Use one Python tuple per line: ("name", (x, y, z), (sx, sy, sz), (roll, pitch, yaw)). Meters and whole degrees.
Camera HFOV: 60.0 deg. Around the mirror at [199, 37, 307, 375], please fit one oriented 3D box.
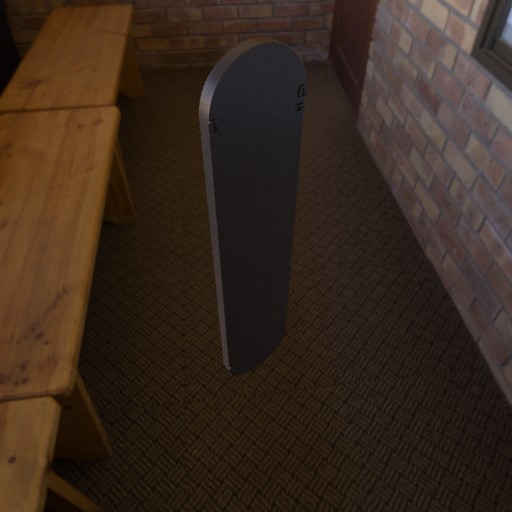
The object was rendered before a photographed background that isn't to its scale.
("mirror", (0.000, 0.000, 1.070), (0.222, 0.991, 0.032), (-30, 53, -26))
